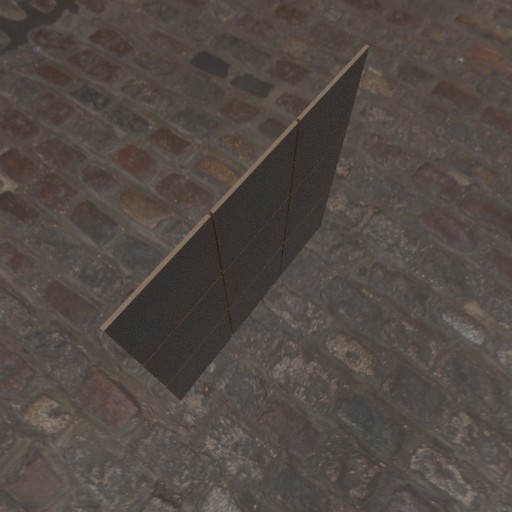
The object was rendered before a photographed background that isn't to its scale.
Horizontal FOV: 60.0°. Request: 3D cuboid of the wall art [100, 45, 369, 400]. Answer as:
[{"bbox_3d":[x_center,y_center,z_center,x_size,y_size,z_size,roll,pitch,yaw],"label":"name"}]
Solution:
[{"bbox_3d":[0.000,0.000,2.267,0.017,1.521,1.527,35,69,15],"label":"wall art"}]
